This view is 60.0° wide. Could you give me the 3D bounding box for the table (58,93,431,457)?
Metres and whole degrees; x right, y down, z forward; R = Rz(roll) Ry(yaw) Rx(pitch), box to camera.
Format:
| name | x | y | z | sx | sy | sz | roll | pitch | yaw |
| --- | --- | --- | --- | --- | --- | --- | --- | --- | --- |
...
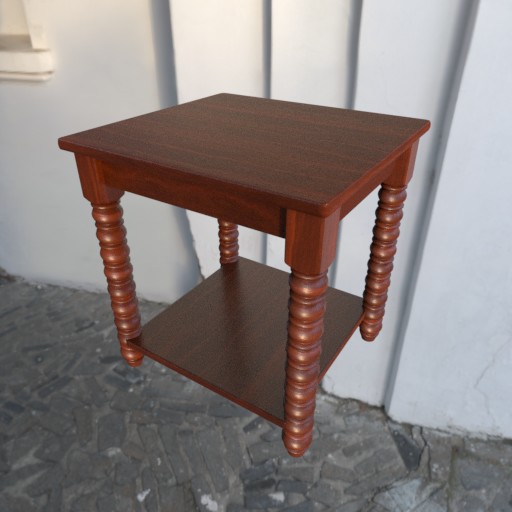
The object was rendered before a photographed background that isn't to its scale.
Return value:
| name | x | y | z | sx | sy | sz | roll | pitch | yaw |
| --- | --- | --- | --- | --- | --- | --- | --- | --- | --- |
| table | 0.000 | 0.000 | 0.992 | 0.533 | 0.567 | 0.500 | 18 | 35 | 28 |
